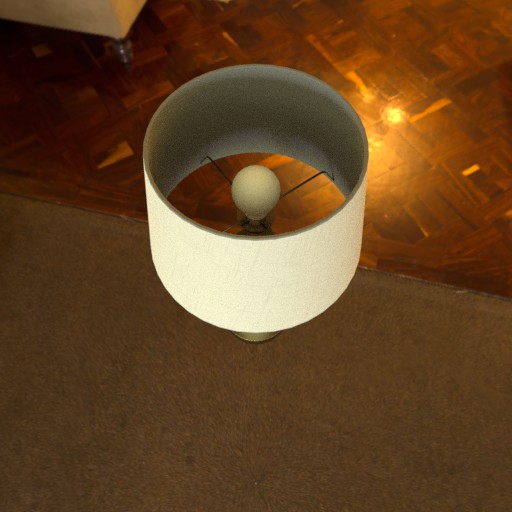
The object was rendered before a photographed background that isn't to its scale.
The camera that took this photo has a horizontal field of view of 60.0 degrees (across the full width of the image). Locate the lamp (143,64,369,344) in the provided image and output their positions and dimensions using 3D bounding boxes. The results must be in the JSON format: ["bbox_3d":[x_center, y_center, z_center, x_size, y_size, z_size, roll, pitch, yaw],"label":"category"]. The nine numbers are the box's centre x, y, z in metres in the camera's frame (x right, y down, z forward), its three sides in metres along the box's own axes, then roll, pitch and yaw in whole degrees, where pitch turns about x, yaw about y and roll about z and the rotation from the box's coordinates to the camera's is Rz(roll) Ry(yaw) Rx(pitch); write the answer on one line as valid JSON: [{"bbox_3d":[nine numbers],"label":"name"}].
[{"bbox_3d":[0.000,0.000,0.724,0.309,0.545,0.309,0,63,0],"label":"lamp"}]
